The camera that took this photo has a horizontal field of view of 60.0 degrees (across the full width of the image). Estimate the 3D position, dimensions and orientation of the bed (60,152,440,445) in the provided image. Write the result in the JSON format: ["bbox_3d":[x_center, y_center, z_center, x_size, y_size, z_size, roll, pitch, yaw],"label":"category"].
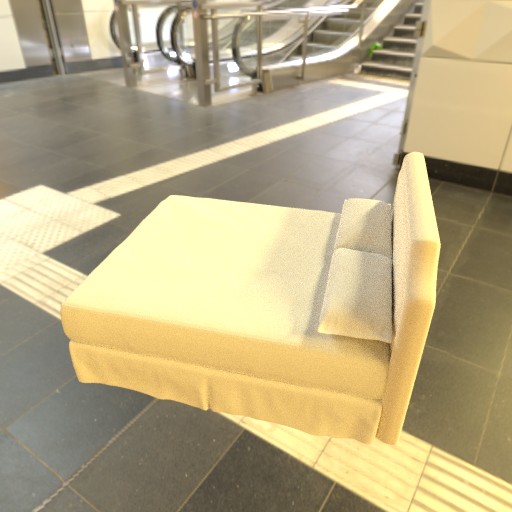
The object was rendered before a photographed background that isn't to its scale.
[{"bbox_3d":[0.000,0.000,3.771,2.548,1.524,2.134,8,33,12],"label":"bed"}]
